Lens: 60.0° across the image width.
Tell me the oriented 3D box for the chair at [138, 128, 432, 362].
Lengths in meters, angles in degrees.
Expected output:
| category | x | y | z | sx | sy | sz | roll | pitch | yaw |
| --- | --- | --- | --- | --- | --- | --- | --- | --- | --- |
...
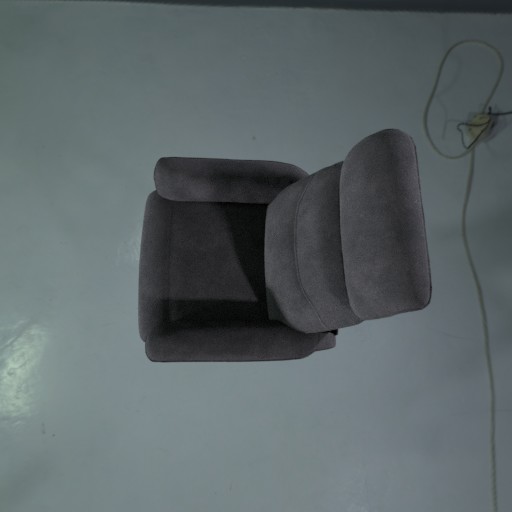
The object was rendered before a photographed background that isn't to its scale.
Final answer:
| category | x | y | z | sx | sy | sz | roll | pitch | yaw |
| --- | --- | --- | --- | --- | --- | --- | --- | --- | --- |
| chair | 0.000 | 0.000 | 1.785 | 1.009 | 1.035 | 0.830 | -1 | 75 | 0 |
